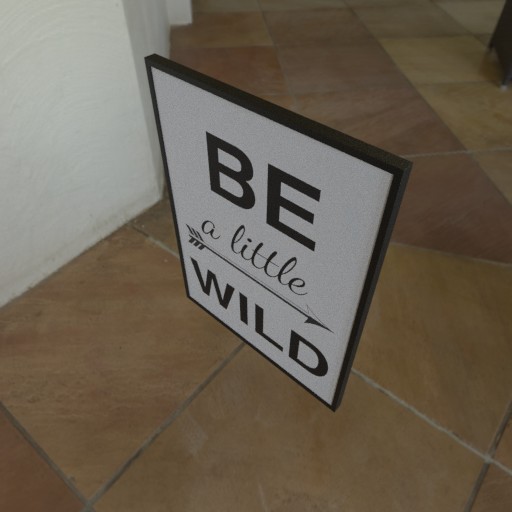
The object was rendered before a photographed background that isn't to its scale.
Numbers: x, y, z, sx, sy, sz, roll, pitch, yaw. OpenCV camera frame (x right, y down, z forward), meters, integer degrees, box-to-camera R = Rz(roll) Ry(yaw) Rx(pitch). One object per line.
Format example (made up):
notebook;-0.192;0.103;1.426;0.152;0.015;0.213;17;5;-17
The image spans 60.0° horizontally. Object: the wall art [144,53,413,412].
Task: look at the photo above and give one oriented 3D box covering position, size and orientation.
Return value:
wall art;0.000;0.000;1.438;0.806;1.062;0.038;33;54;28
